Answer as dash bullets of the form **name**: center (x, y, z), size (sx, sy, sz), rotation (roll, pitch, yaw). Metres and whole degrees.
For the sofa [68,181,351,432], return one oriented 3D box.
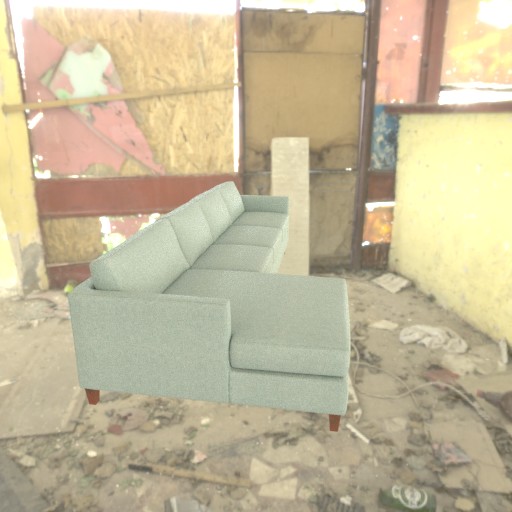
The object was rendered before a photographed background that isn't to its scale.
- **sofa**: center (0.000, 0.000, 4.046), size (1.600, 0.953, 3.470), rotation (3, 17, 9)
